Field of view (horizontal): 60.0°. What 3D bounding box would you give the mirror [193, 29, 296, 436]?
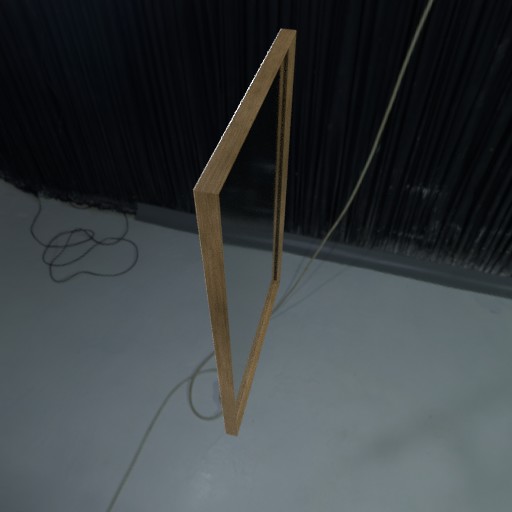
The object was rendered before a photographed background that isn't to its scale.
[{"bbox_3d":[0.000,0.000,1.167,0.041,0.915,0.609,10,48,9],"label":"mirror"}]
